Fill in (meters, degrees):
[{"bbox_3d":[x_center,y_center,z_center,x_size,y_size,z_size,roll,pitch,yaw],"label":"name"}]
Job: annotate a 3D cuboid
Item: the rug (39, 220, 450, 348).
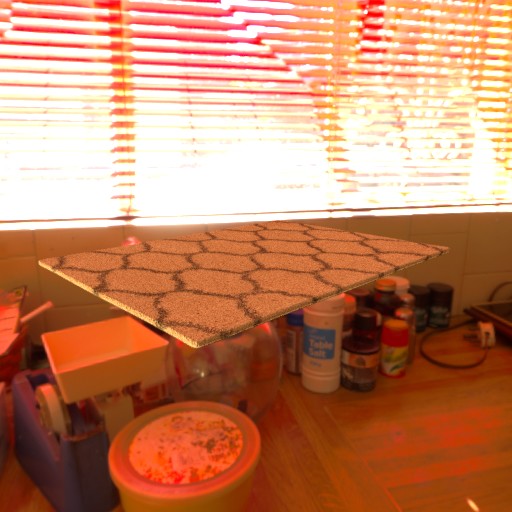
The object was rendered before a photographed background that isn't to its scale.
[{"bbox_3d":[0.000,0.000,2.129,1.600,0.025,1.200,-13,19,-42],"label":"rug"}]
